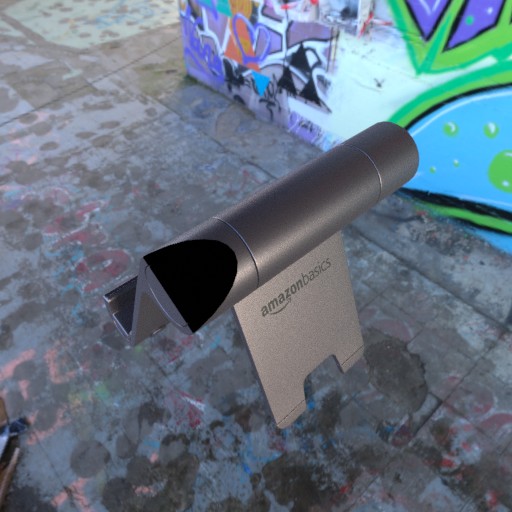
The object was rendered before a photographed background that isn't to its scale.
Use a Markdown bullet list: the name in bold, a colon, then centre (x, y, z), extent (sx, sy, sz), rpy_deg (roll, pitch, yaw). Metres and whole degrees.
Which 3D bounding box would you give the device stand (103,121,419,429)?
- **device stand**: centre (0.000, 0.000, 0.154), extent (0.088, 0.084, 0.079), rpy_deg (-34, 55, -28)
